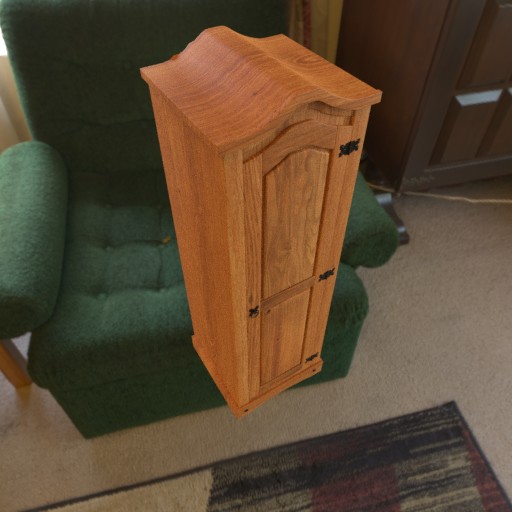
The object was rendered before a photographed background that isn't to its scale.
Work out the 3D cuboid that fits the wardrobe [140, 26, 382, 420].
[{"bbox_3d":[0.000,0.000,2.088,0.590,1.870,0.570,-24,51,-21],"label":"wardrobe"}]
